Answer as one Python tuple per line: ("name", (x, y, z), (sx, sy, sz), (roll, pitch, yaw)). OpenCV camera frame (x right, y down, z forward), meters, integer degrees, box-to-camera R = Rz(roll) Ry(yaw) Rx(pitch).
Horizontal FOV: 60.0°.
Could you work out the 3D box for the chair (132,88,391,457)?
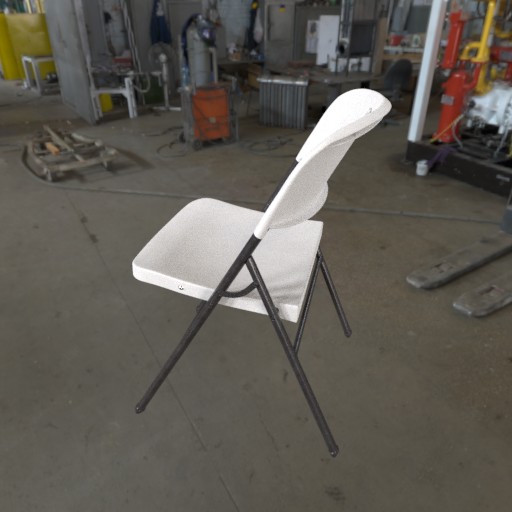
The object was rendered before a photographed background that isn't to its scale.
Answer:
("chair", (0.000, 0.000, 1.159), (0.566, 0.810, 0.494), (7, 31, 12))
